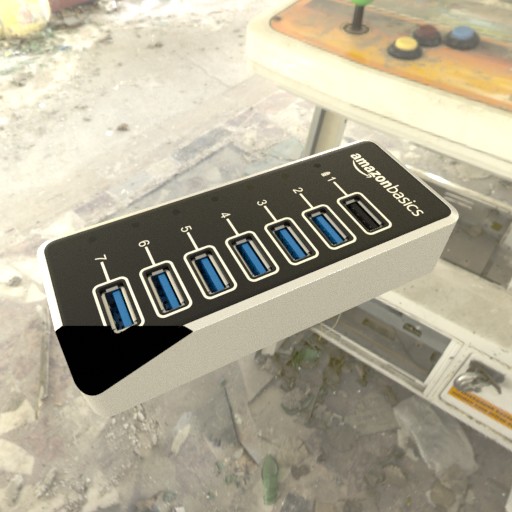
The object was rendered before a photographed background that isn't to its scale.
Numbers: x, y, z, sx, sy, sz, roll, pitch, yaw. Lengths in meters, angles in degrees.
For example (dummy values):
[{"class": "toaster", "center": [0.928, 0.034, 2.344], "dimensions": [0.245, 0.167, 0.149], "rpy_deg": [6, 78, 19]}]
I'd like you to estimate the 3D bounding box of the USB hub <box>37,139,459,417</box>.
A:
[{"class": "USB hub", "center": [0.000, 0.000, 0.129], "dimensions": [0.110, 0.023, 0.044], "rpy_deg": [-21, 52, -17]}]
